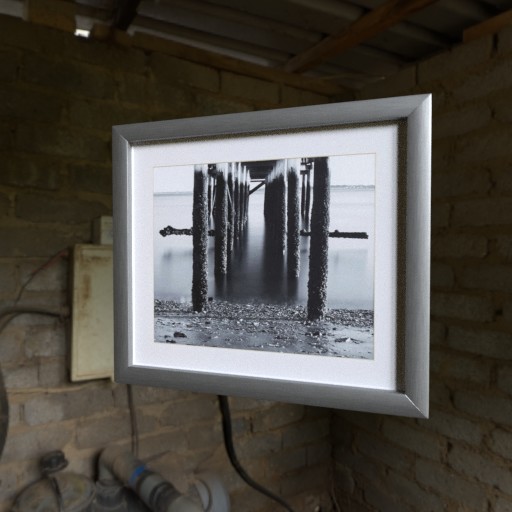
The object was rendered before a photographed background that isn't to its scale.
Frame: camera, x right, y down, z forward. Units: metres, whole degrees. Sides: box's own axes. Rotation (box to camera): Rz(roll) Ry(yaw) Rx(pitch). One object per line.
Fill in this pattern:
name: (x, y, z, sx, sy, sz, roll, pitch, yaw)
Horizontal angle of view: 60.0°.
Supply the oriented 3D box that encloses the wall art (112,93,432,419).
wall art: (0.000, 0.000, 0.521, 0.380, 0.330, 0.028, 0, 1, 19)
